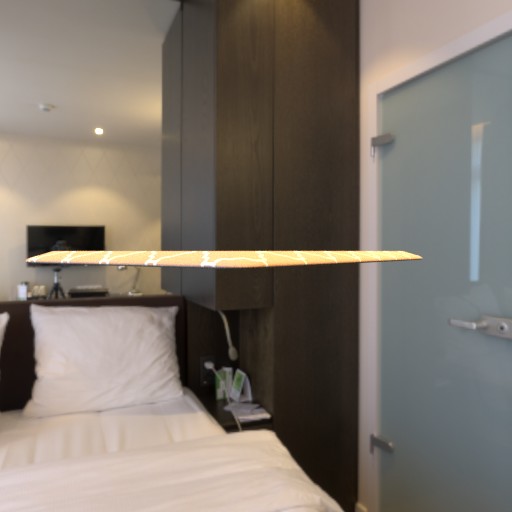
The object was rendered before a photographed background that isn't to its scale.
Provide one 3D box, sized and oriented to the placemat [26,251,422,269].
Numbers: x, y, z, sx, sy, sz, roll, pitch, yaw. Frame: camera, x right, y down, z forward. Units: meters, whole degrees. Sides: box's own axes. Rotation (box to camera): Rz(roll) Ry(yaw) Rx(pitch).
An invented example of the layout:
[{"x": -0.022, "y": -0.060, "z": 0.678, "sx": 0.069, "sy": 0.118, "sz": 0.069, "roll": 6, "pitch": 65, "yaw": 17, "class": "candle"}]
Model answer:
[{"x": 0.000, "y": 0.000, "z": 0.956, "sx": 0.508, "sy": 0.021, "sz": 0.762, "roll": 0, "pitch": 1, "yaw": 36, "class": "placemat"}]
